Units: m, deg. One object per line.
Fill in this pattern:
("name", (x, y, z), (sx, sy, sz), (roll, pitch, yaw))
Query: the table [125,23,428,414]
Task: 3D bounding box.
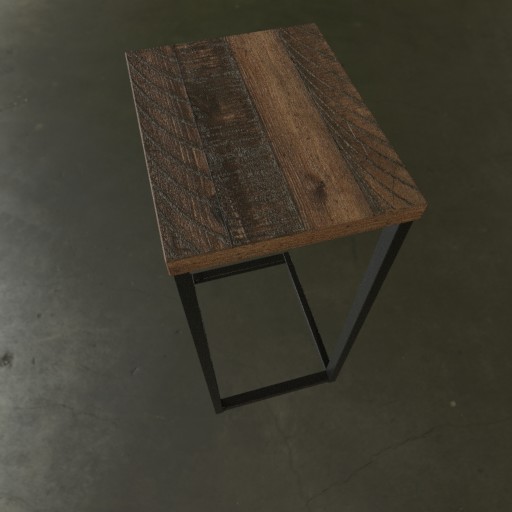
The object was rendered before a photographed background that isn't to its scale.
("table", (0.000, 0.000, 0.925), (0.323, 0.718, 0.414), (-13, 58, -8))
